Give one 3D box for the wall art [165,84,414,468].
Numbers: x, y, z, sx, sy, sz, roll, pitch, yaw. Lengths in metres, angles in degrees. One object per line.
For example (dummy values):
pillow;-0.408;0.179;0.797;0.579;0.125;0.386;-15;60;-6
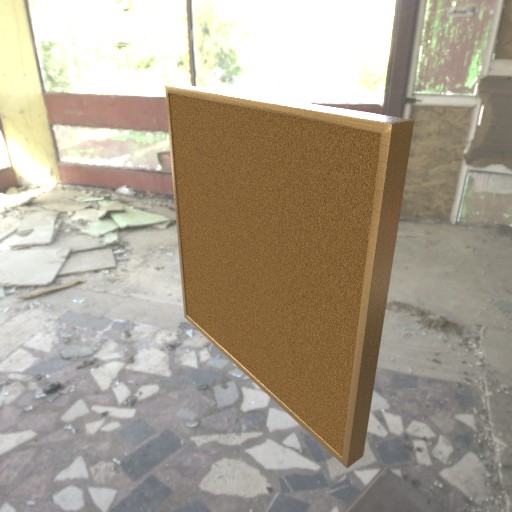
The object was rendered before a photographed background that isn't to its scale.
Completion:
wall art;0.000;0.000;0.748;0.037;0.505;0.505;-18;32;-33
